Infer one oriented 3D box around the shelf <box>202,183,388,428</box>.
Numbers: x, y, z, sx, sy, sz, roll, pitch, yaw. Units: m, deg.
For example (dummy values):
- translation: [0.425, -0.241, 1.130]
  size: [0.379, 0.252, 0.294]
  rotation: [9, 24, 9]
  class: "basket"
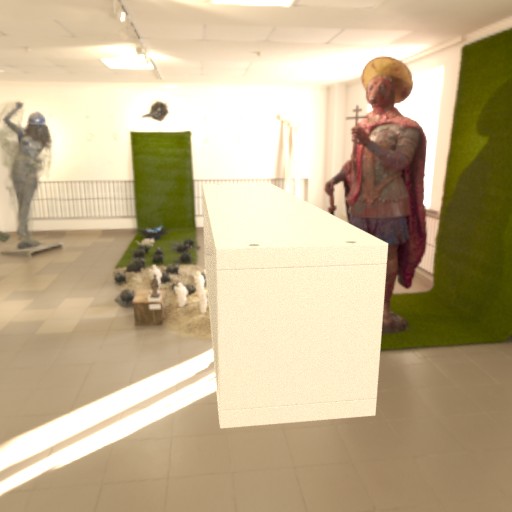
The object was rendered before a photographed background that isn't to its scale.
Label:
- translation: [0.000, 0.000, 0.690]
  size: [0.150, 0.170, 0.610]
  rotation: [-2, 14, -7]
  class: "shelf"
